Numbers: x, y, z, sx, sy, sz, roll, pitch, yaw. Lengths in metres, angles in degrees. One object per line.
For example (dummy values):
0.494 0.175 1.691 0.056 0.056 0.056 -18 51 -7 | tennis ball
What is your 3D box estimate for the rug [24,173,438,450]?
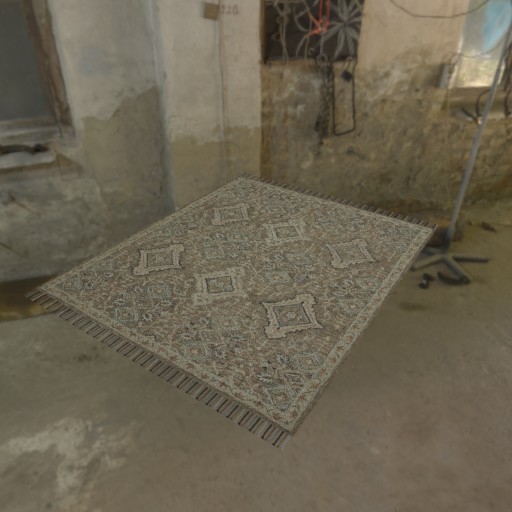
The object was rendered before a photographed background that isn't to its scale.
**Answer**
0.000 0.000 4.037 2.437 0.010 3.056 20 38 28 | rug
